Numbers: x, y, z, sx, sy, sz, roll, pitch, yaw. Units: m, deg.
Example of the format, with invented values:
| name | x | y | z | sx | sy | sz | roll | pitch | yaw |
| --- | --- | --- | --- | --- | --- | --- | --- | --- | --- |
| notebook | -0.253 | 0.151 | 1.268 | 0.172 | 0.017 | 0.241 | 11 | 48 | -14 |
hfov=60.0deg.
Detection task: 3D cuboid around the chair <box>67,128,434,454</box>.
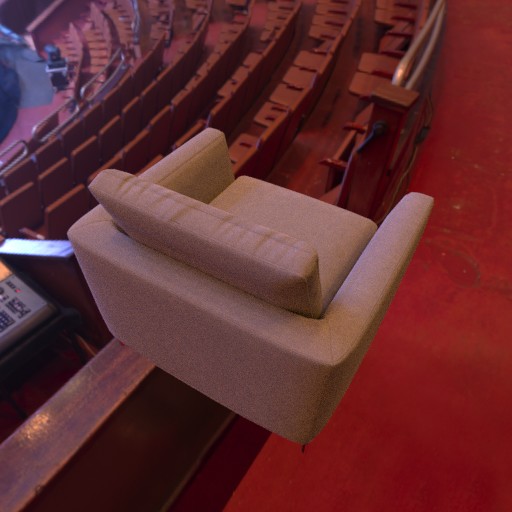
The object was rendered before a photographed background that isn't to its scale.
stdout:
| name | x | y | z | sx | sy | sz | roll | pitch | yaw |
| --- | --- | --- | --- | --- | --- | --- | --- | --- | --- |
| chair | 0.000 | 0.000 | 1.688 | 1.041 | 0.864 | 0.889 | 23 | 49 | 22 |
